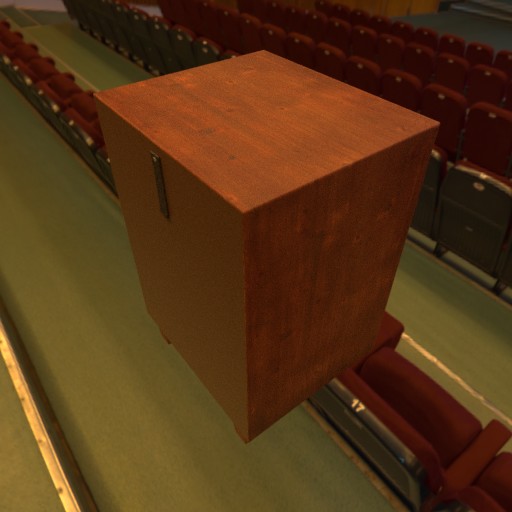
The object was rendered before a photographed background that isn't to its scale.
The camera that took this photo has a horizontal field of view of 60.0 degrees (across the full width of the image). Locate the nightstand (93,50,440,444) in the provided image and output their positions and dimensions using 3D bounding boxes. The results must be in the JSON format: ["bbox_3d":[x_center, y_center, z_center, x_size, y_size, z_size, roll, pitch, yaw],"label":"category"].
[{"bbox_3d":[0.000,0.000,1.002,0.410,0.695,0.465,-27,49,-27],"label":"nightstand"}]
